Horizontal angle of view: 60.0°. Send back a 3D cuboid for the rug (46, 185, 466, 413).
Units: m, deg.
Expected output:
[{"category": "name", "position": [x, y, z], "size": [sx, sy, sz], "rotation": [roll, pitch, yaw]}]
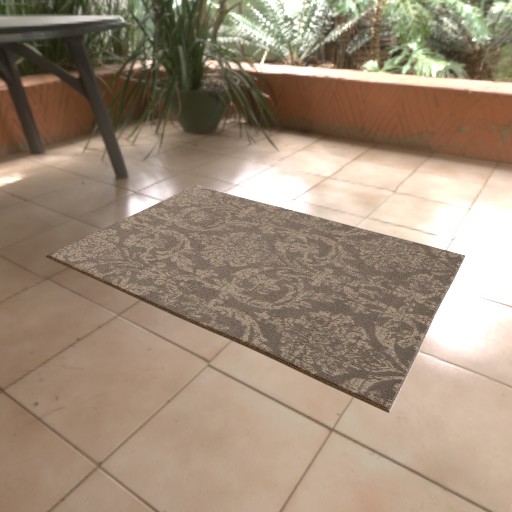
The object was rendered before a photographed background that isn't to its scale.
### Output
[{"category": "rug", "position": [0.000, 0.000, 2.301], "size": [1.824, 0.012, 1.206], "rotation": [18, 35, 28]}]
